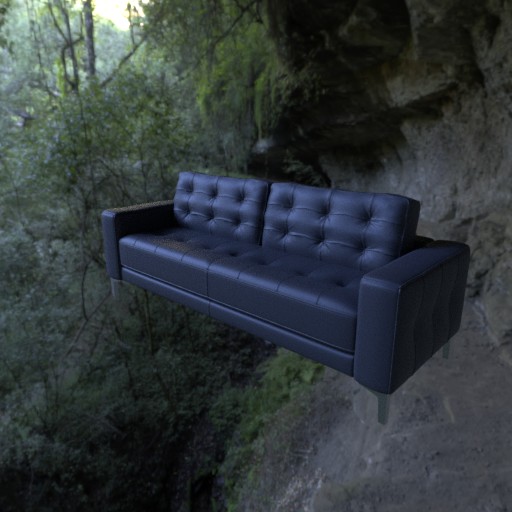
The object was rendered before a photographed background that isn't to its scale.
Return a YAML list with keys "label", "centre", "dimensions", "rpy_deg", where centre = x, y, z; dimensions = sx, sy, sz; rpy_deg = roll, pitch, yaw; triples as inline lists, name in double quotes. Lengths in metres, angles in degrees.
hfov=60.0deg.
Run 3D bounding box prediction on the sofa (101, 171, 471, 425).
- label: "sofa"
  centre: [0.000, 0.000, 2.747]
  dimensions: [2.275, 0.893, 0.833]
  rpy_deg: [15, 22, 40]
